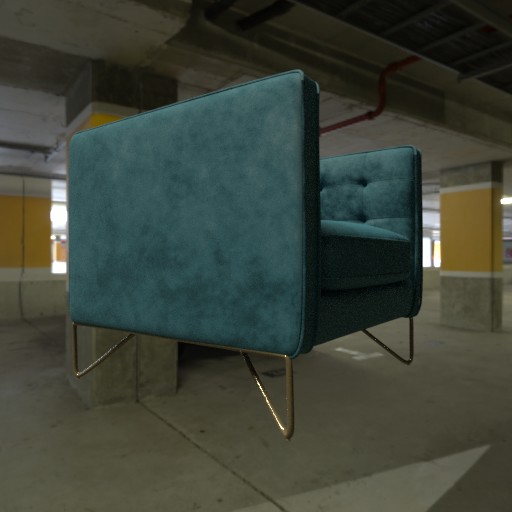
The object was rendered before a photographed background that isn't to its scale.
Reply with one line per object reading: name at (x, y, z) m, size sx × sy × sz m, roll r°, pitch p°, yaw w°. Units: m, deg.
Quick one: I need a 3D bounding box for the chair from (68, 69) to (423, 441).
chair at (0.000, 0.000, 1.505) m, size 0.894 × 0.790 × 0.880 m, roll 0°, pitch 0°, yaw 36°
